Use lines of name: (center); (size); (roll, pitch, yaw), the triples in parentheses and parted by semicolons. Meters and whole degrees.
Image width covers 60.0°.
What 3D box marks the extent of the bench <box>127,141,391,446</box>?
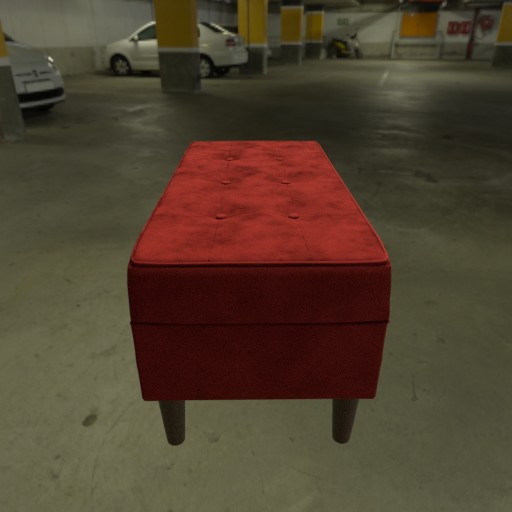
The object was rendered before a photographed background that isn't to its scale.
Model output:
bench: (0.000, 0.000, 1.313); (0.492, 0.471, 1.016); (0, 26, -1)
